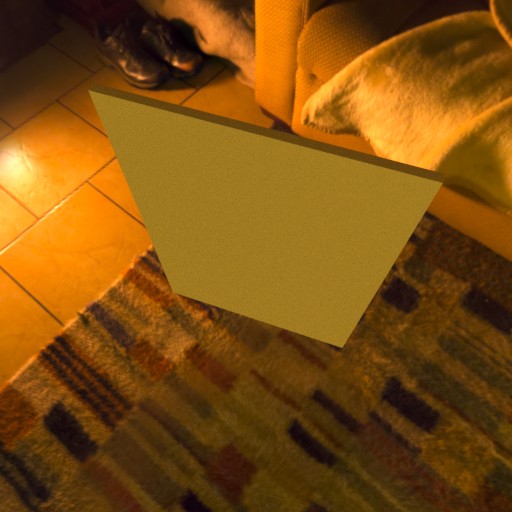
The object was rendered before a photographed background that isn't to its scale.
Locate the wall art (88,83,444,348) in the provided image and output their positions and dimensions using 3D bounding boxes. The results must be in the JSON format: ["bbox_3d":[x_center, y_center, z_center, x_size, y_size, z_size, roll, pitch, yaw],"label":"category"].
[{"bbox_3d":[0.000,0.000,0.597,0.325,0.474,0.010,17,64,9],"label":"wall art"}]
